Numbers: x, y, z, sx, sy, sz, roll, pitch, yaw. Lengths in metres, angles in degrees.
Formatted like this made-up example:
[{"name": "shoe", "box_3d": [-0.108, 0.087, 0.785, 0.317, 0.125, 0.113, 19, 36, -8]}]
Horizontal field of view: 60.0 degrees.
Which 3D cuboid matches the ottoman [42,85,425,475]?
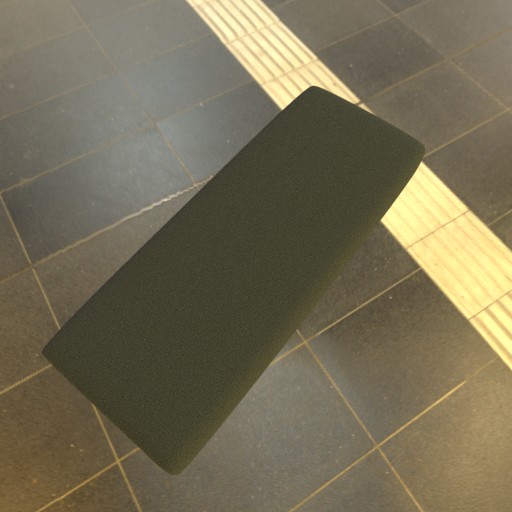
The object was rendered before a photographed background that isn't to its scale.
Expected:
[{"name": "ottoman", "box_3d": [0.000, 0.000, 1.833, 0.646, 0.393, 1.609, 35, 68, 16]}]
